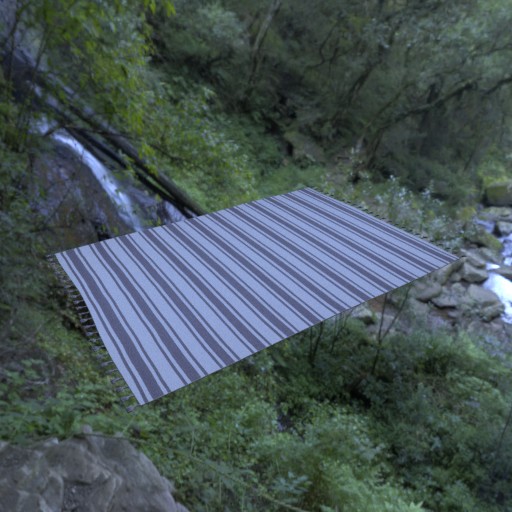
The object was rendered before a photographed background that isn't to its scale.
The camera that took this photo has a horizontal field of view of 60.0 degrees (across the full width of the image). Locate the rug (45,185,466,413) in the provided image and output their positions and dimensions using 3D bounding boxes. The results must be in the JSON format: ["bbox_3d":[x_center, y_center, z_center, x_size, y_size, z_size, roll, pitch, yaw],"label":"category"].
[{"bbox_3d":[0.000,0.000,3.811,3.040,0.017,2.030,-19,35,-29],"label":"rug"}]
